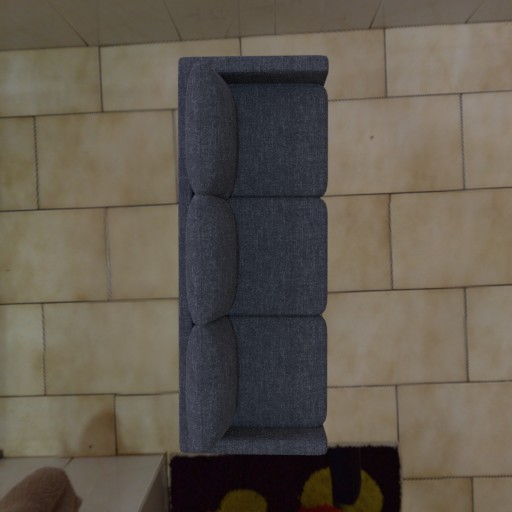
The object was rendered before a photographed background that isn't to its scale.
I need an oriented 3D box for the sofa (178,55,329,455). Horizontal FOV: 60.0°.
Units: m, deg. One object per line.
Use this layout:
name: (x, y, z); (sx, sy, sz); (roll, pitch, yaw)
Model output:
sofa: (0.000, 0.000, 2.677); (0.859, 0.874, 2.218); (0, 91, 2)
